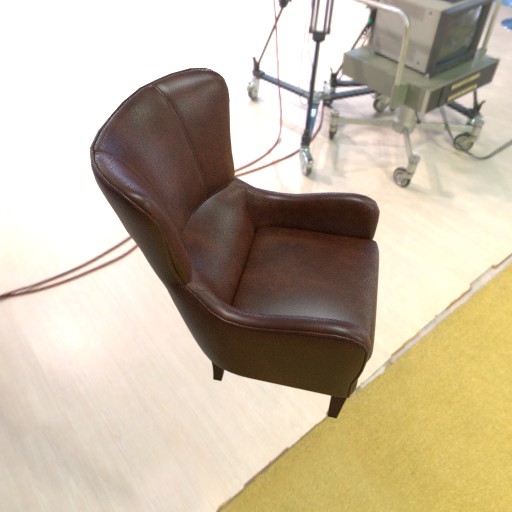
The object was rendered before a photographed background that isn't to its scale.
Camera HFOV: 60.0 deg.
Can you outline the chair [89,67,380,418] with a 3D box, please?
[{"bbox_3d":[0.000,0.000,1.615,0.914,1.048,0.692,10,49,9],"label":"chair"}]
